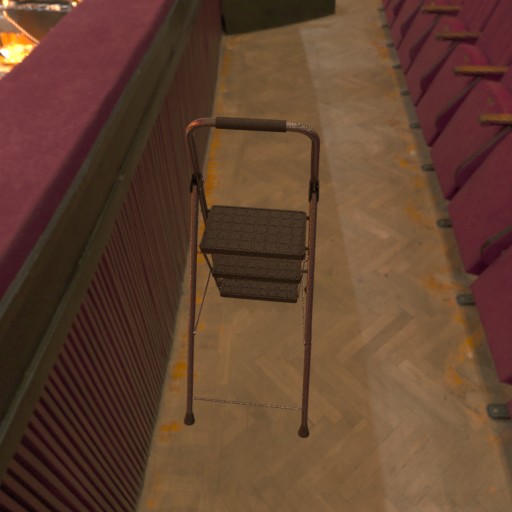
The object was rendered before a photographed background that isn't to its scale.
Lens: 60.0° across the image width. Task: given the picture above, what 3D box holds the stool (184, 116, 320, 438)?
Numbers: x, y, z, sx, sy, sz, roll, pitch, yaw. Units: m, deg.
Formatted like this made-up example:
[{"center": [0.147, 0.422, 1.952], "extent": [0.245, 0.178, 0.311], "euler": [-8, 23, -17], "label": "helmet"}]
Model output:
[{"center": [0.000, 0.000, 1.502], "extent": [0.473, 1.121, 0.733], "euler": [4, 46, 4], "label": "stool"}]
